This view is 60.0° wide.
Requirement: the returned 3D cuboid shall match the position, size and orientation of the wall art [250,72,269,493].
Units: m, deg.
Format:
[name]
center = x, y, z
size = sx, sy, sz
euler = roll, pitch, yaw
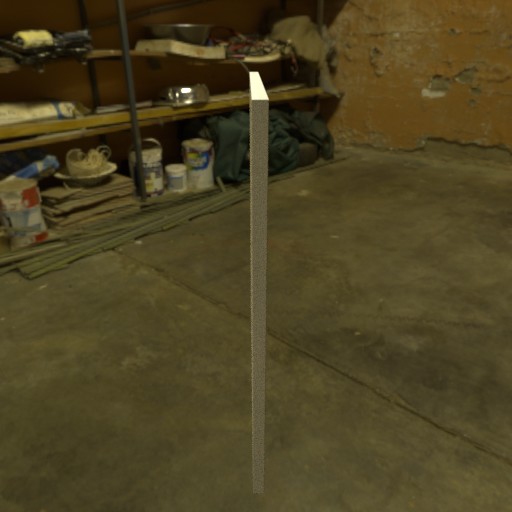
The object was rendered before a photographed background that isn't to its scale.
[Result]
[wall art]
center = 0.000, 0.000, 0.965
size = 0.021, 0.710, 0.609
euler = 0, 25, -1
